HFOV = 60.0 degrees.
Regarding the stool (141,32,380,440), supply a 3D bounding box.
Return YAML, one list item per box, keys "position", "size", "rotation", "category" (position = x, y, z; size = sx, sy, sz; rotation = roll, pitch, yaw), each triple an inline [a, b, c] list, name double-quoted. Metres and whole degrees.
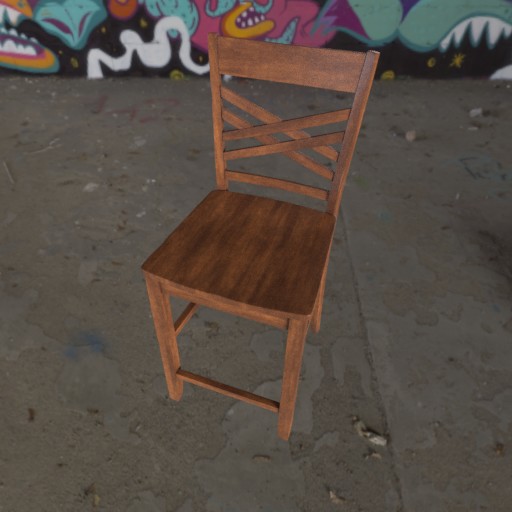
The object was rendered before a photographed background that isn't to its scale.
- position: [0.000, 0.000, 1.335]
  size: [0.462, 1.079, 0.539]
  rotation: [14, 44, 15]
  category: "stool"
